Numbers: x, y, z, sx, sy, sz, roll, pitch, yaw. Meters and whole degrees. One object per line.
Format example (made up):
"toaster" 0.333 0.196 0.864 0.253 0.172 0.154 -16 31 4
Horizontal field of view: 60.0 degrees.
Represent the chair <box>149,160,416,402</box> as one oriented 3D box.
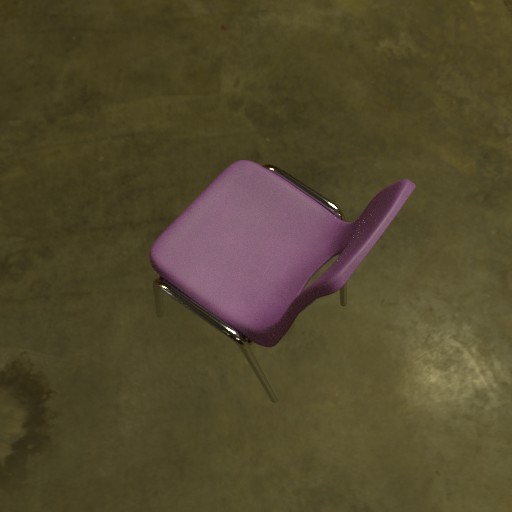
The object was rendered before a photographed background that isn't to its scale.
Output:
"chair" 0.000 0.000 0.960 0.432 0.704 0.381 35 69 15
